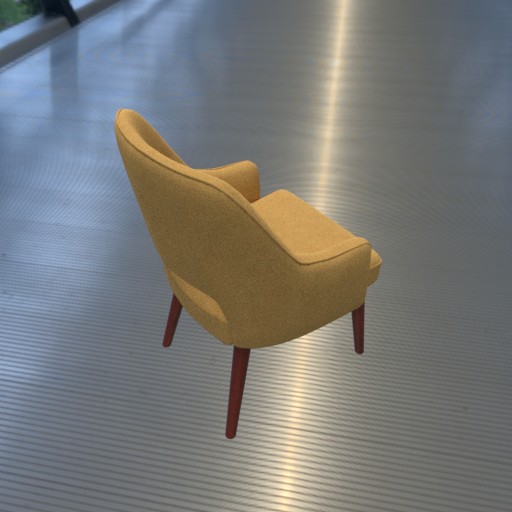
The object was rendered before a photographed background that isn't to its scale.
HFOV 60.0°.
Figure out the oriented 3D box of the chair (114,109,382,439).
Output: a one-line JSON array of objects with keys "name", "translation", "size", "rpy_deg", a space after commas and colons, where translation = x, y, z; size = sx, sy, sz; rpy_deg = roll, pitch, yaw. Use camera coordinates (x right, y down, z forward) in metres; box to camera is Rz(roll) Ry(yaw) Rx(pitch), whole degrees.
[{"name": "chair", "translation": [0.000, 0.000, 1.249], "size": [0.605, 0.849, 0.548], "rpy_deg": [-25, 46, -26]}]
